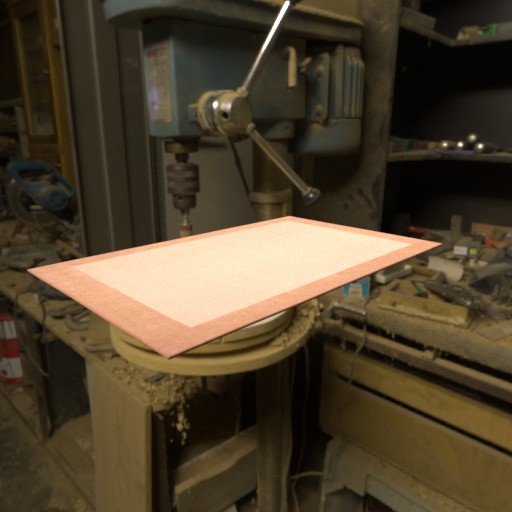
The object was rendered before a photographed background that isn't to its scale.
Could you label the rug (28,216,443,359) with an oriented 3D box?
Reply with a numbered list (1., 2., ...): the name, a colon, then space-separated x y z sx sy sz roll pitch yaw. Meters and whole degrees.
1. rug: 0.000 0.000 3.017 2.438 0.014 1.524 -15 22 -43
